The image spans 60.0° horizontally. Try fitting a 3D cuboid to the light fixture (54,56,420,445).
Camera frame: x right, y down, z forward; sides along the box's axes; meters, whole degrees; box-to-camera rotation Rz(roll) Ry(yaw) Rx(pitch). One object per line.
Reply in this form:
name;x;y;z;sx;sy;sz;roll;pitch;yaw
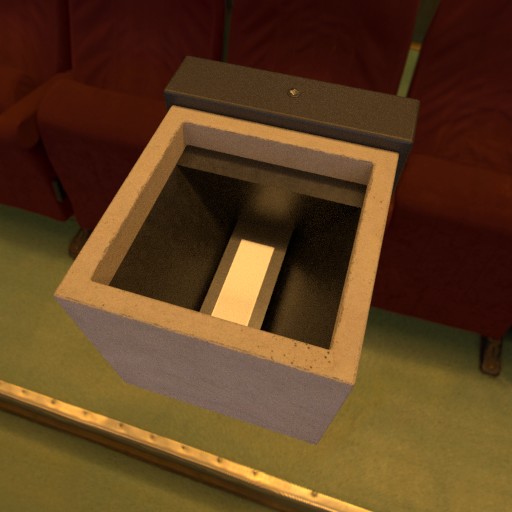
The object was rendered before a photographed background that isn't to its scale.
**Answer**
light fixture;0.000;0.000;0.235;0.121;0.121;0.143;15;59;9
